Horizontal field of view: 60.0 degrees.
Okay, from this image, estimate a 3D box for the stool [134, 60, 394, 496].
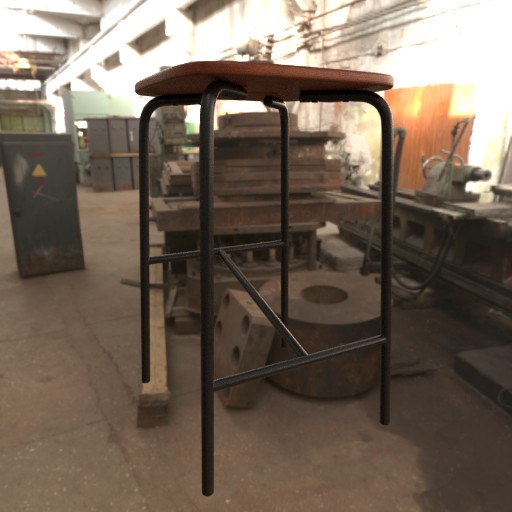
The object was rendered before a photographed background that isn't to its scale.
[{"bbox_3d":[0.000,0.000,0.826,0.376,0.610,0.376,-8,17,-27],"label":"stool"}]
